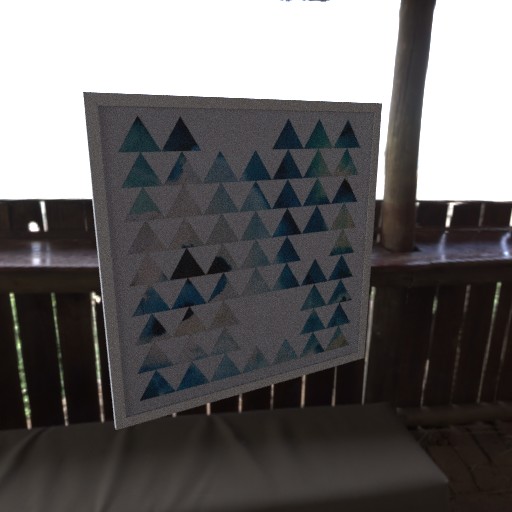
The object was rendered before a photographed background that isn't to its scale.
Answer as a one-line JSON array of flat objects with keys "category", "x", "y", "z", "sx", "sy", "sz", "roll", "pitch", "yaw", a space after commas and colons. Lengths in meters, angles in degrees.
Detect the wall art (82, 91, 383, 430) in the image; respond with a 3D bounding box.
[{"category": "wall art", "x": 0.000, "y": 0.000, "z": 0.829, "sx": 0.557, "sy": 0.557, "sz": 0.012, "roll": -8, "pitch": 18, "yaw": -26}]
